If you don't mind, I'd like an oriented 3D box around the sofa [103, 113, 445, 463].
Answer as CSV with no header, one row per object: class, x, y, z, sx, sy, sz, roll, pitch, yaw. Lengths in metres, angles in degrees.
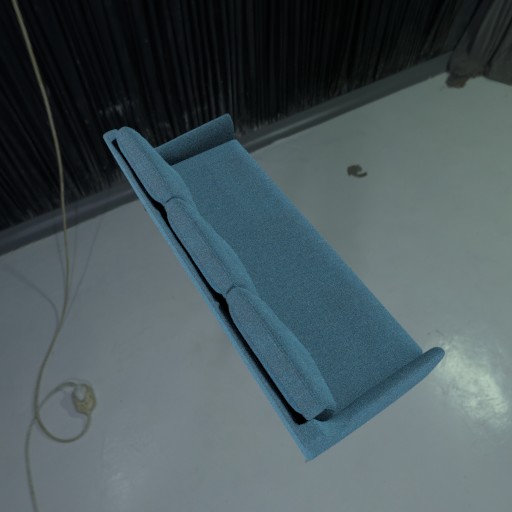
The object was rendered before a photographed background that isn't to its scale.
sofa,0.000,0.000,2.523,0.849,0.837,2.060,-28,61,-17
